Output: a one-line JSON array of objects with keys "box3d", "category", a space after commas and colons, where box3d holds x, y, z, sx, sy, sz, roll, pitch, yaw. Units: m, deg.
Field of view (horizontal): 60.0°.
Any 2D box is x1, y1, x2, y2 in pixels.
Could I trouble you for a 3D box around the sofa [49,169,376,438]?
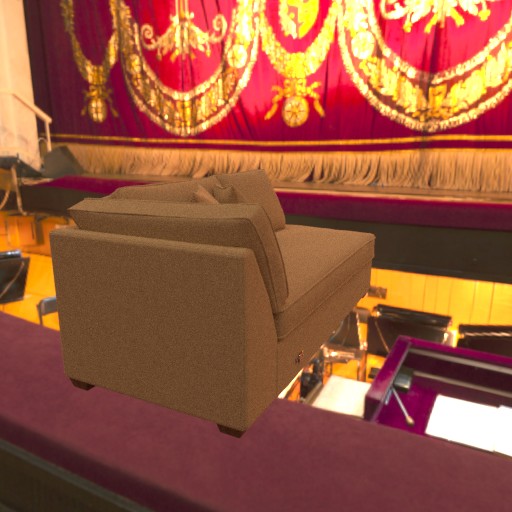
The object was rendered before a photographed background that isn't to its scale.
[{"box3d": [0.000, 0.000, 2.891, 1.110, 1.033, 2.237, 7, 15, 26], "category": "sofa"}]
